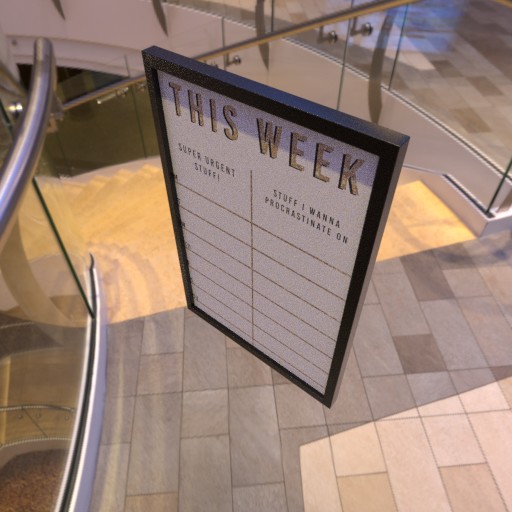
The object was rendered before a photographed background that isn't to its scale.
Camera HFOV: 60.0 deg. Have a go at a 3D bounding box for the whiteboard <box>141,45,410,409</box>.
[{"bbox_3d":[0.000,0.000,0.776,0.406,0.611,0.026,30,53,26],"label":"whiteboard"}]
